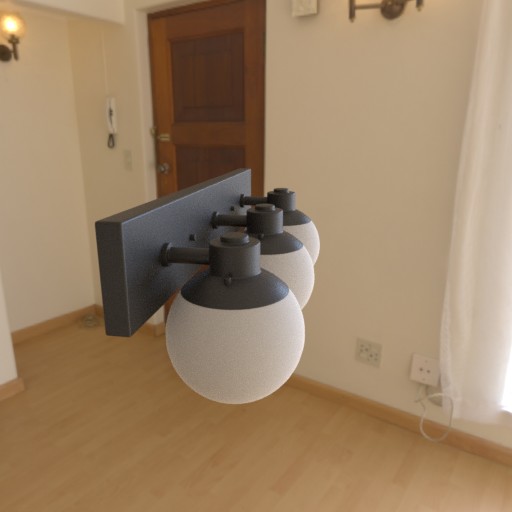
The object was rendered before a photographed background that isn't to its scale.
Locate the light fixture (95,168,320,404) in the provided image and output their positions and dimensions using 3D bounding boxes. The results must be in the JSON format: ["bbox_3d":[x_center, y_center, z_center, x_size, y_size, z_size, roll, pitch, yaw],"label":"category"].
[{"bbox_3d":[0.000,0.000,0.825,0.218,0.263,0.721,3,16,10],"label":"light fixture"}]
